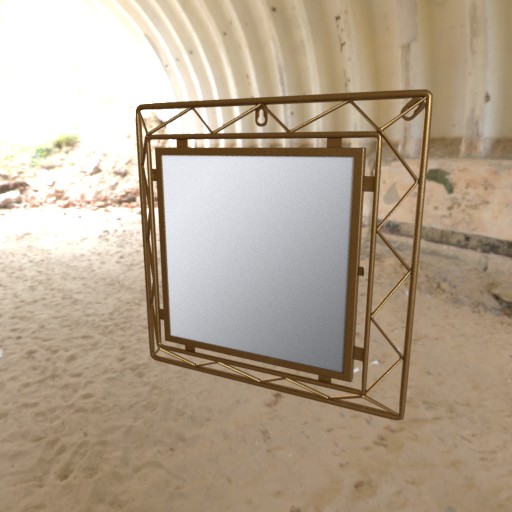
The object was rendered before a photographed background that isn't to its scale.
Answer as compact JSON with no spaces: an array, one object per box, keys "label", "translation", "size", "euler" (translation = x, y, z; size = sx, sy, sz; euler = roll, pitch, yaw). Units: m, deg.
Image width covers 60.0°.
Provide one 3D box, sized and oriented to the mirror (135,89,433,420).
[{"label":"mirror","translation":[0.000,0.000,0.606],"size":[0.416,0.414,0.046],"euler":[7,15,25]}]
